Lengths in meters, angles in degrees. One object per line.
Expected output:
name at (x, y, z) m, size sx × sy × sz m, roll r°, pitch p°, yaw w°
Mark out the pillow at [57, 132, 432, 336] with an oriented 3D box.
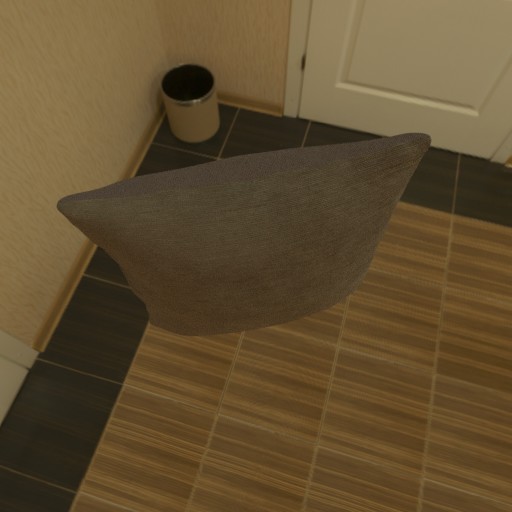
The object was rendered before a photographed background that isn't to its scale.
pillow at (0.000, 0.000, 0.705) m, size 0.452 × 0.439 × 0.204 m, roll -11°, pitch 64°, yaw -6°
